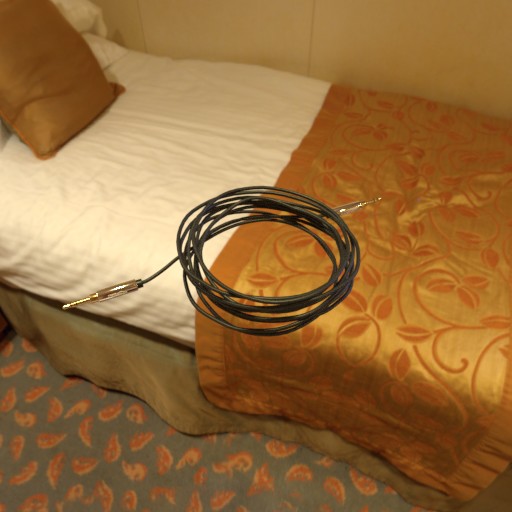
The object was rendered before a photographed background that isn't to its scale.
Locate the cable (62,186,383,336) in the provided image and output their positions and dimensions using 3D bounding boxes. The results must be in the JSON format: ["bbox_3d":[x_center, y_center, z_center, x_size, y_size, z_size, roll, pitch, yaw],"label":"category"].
[{"bbox_3d":[0.000,0.000,0.505,0.432,0.069,0.198,-18,49,-16],"label":"cable"}]
